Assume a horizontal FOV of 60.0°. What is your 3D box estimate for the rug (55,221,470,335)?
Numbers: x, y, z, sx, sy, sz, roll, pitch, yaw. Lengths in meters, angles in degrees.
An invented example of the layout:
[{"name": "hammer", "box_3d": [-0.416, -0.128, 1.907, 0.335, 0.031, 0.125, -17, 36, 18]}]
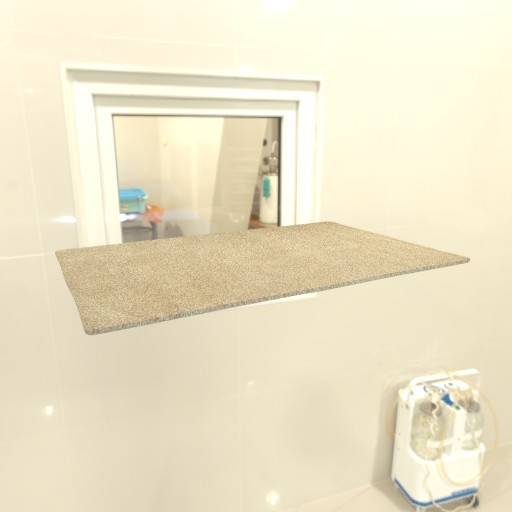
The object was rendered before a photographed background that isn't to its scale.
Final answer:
[{"name": "rug", "box_3d": [0.000, 0.000, 2.949, 2.349, 0.025, 1.500, -8, 17, -27]}]
